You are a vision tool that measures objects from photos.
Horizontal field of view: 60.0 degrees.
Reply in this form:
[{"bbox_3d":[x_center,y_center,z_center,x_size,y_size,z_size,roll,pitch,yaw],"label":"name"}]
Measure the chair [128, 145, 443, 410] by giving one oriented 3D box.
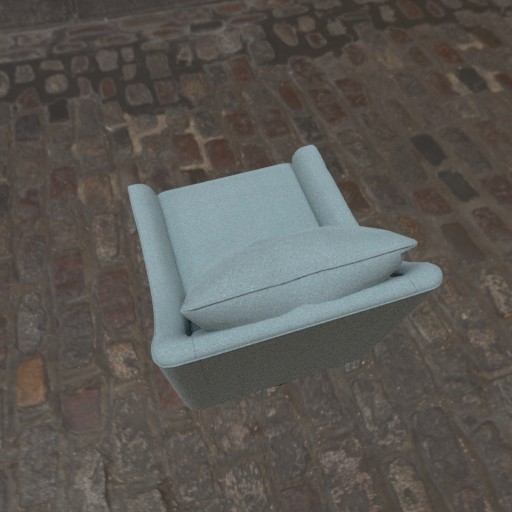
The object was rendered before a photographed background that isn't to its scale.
[{"bbox_3d":[0.000,0.000,1.570,0.760,0.926,0.870,-15,59,-9],"label":"chair"}]
